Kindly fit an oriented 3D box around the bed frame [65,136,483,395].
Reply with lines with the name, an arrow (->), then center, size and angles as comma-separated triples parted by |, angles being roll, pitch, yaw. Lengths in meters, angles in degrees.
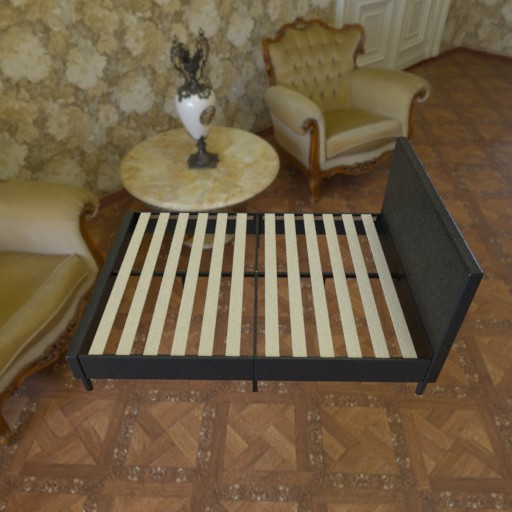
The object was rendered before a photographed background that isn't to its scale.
bed frame -> 0.000, 0.000, 2.970 | 2.152, 1.046, 1.469 | 0, 40, 1
